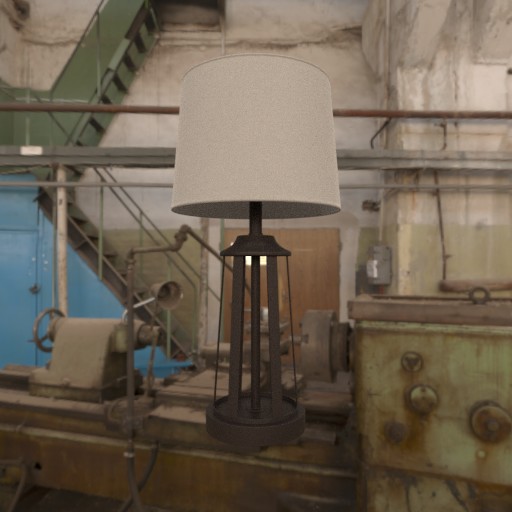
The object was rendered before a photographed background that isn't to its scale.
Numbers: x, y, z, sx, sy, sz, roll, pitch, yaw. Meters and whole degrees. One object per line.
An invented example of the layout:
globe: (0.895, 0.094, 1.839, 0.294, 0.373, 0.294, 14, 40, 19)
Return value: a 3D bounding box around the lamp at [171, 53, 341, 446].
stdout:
lamp: (0.000, 0.000, 0.666, 0.251, 0.509, 0.251, 0, 0, 0)
